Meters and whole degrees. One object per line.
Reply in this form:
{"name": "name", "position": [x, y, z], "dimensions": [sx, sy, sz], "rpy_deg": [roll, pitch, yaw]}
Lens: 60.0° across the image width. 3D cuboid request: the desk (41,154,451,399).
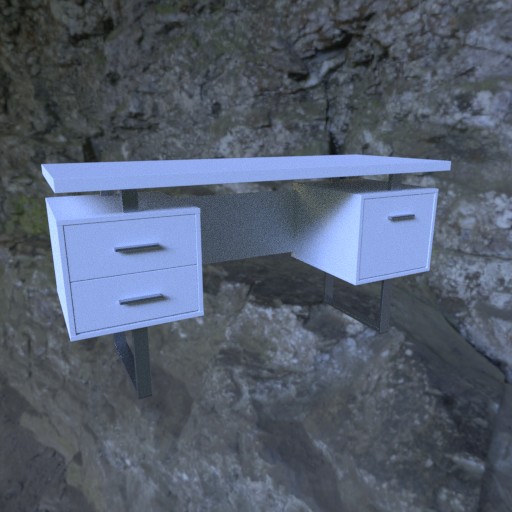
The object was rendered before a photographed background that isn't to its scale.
{"name": "desk", "position": [0.000, 0.000, 1.871], "dimensions": [1.530, 0.773, 0.603], "rpy_deg": [-8, 18, -27]}
